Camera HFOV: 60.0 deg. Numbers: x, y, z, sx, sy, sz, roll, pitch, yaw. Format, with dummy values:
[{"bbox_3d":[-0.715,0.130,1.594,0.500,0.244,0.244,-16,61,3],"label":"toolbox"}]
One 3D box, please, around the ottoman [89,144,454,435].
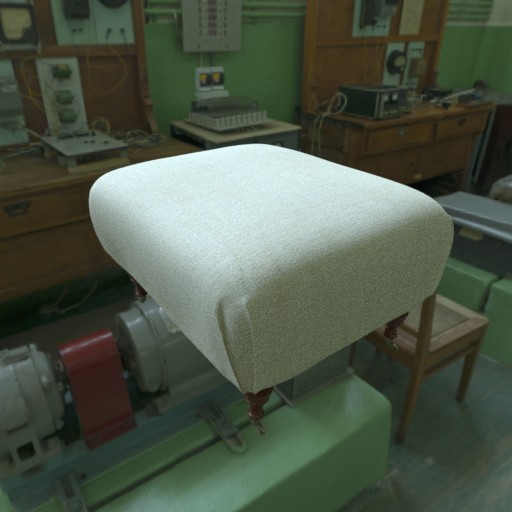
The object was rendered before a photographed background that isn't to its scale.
[{"bbox_3d":[0.000,0.000,1.135,0.622,0.450,0.747,-20,34,-32],"label":"ottoman"}]
